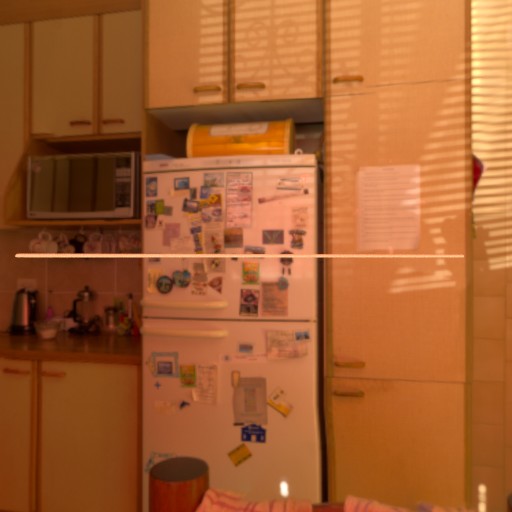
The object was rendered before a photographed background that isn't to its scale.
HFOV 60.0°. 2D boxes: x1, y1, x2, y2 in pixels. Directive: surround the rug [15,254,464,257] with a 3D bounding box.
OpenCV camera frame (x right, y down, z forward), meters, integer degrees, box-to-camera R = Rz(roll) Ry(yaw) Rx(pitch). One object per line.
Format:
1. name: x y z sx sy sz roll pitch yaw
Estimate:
1. rug: 0.000 0.000 2.468 2.276 0.014 0.678 0 0 -19
